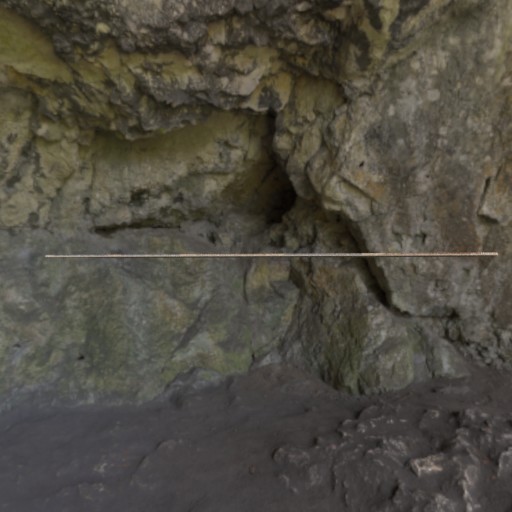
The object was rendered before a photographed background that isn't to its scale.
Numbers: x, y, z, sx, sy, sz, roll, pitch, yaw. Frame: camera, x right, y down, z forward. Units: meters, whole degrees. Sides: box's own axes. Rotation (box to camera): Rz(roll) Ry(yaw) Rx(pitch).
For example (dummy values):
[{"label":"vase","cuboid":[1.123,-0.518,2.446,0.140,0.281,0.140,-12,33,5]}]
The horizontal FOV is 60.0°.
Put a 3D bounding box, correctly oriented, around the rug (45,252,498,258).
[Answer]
[{"label":"rug","cuboid":[0.000,0.000,2.476,2.287,0.011,0.687,0,-1,18]}]
